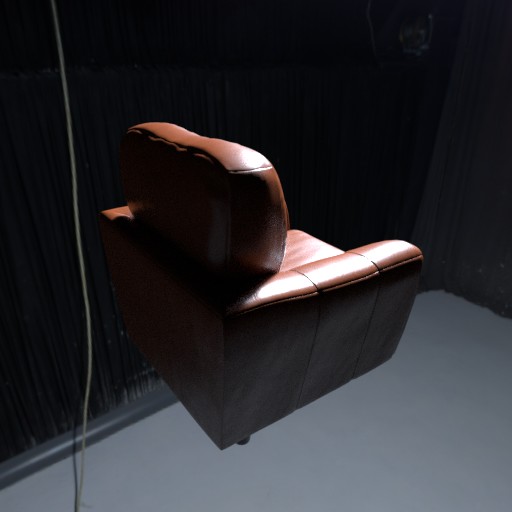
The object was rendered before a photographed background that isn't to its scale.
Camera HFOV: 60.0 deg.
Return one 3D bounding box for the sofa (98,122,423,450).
[{"bbox_3d":[0.000,0.000,1.506,0.789,0.876,0.836,-18,31,-32],"label":"sofa"}]
